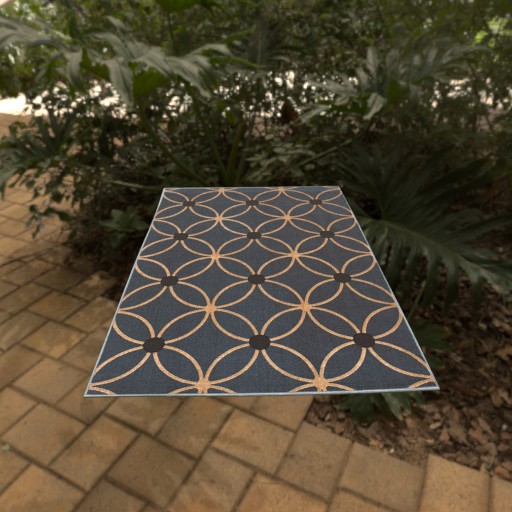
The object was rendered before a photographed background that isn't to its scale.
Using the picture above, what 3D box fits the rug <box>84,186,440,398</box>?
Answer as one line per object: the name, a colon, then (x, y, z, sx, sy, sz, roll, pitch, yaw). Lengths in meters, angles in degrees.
rug: (0.000, 0.000, 2.847, 1.522, 0.008, 2.284, -1, 31, -2)
